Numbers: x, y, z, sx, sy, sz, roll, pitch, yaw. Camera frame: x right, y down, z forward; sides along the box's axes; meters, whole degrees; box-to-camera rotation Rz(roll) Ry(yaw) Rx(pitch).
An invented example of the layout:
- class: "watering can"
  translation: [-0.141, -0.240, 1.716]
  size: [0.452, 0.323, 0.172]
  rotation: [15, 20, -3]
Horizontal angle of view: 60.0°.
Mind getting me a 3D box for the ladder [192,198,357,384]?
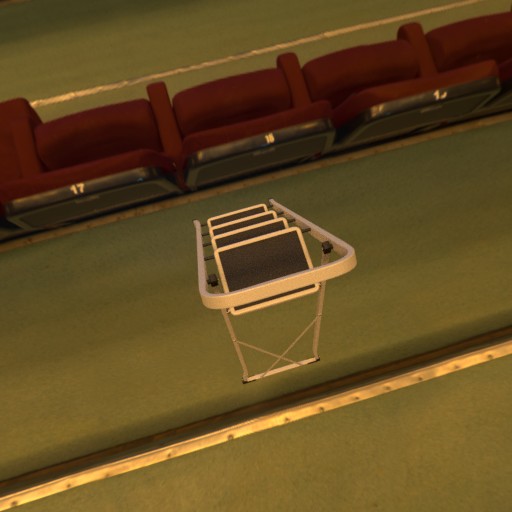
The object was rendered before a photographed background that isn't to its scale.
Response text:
- class: "ladder"
  translation: [0.000, 0.000, 1.731]
  size: [0.460, 1.265, 0.914]
  rotation: [-16, 76, -4]
